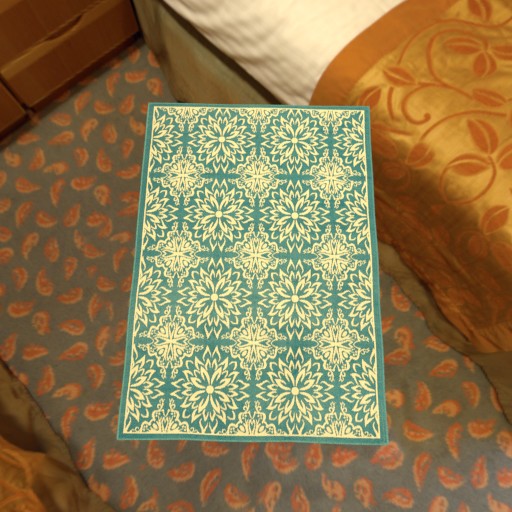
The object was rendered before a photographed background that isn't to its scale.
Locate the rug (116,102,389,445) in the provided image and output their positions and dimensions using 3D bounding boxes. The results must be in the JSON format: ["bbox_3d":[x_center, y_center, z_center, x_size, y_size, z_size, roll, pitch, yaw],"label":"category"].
[{"bbox_3d":[0.000,0.000,2.815,1.554,0.012,2.205,1,75,0],"label":"rug"}]
